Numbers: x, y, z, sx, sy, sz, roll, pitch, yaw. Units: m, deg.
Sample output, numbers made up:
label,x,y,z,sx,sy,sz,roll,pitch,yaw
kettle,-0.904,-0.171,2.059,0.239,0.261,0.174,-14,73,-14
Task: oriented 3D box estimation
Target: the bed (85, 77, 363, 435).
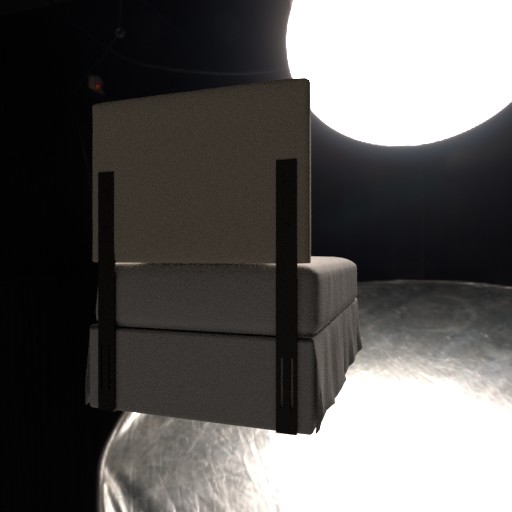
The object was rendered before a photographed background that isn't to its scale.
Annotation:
label,x,y,z,sx,sy,sz,roll,pitch,yaw
bed,0.000,0.000,3.029,1.261,1.571,1.997,0,0,18
